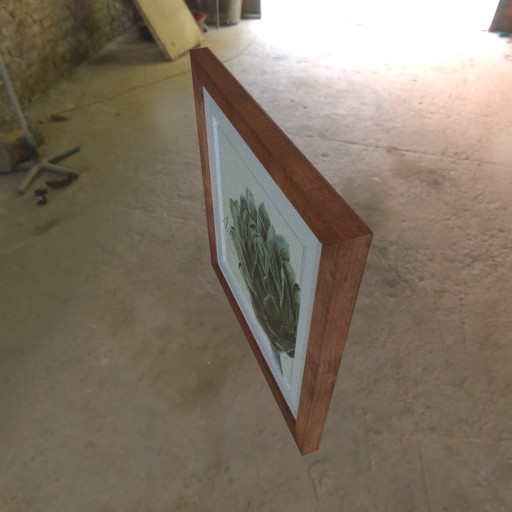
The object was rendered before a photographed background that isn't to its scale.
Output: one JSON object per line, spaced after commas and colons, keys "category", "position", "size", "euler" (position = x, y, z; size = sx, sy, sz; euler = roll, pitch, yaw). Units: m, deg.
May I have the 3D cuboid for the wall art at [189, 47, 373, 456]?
{"category": "wall art", "position": [0.000, 0.000, 0.840], "size": [0.037, 0.572, 0.554], "euler": [-16, 48, -16]}
